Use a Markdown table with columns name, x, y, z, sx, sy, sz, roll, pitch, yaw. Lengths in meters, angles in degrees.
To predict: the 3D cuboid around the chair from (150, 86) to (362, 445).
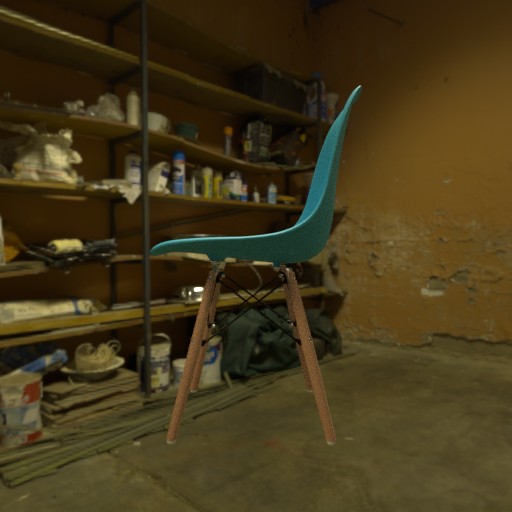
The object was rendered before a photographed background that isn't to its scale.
| name | x | y | z | sx | sy | sz | roll | pitch | yaw |
| --- | --- | --- | --- | --- | --- | --- | --- | --- | --- |
| chair | 0.000 | 0.000 | 1.158 | 0.531 | 0.826 | 0.470 | 0 | 1 | 0 |
